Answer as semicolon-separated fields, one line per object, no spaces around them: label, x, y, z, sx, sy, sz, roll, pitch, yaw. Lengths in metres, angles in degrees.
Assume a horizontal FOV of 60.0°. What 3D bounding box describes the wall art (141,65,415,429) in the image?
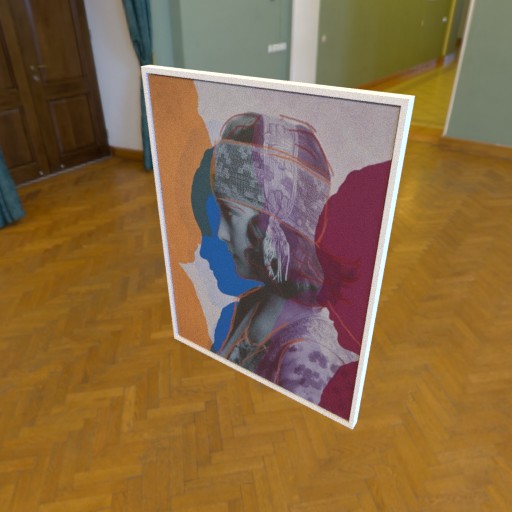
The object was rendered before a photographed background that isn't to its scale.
wall art;0.000;0.000;1.395;0.795;1.050;0.039;19;36;29
